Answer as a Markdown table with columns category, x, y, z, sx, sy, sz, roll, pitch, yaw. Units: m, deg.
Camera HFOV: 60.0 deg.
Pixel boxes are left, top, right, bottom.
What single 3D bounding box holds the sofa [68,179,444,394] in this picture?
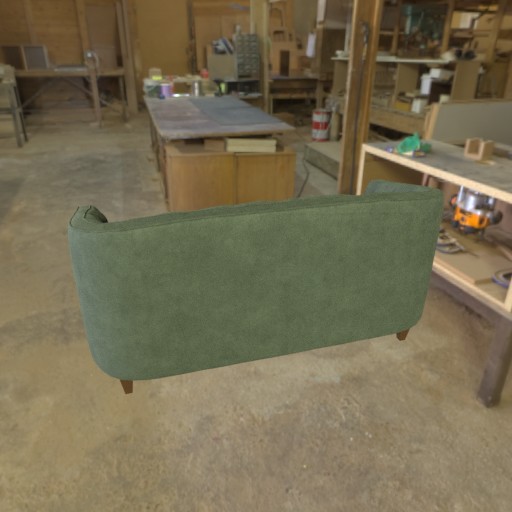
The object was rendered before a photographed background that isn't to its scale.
| category | x | y | z | sx | sy | sz | roll | pitch | yaw |
| --- | --- | --- | --- | --- | --- | --- | --- | --- | --- |
| sofa | 0.000 | 0.000 | 2.324 | 1.733 | 0.855 | 0.941 | -7 | 27 | -15 |
